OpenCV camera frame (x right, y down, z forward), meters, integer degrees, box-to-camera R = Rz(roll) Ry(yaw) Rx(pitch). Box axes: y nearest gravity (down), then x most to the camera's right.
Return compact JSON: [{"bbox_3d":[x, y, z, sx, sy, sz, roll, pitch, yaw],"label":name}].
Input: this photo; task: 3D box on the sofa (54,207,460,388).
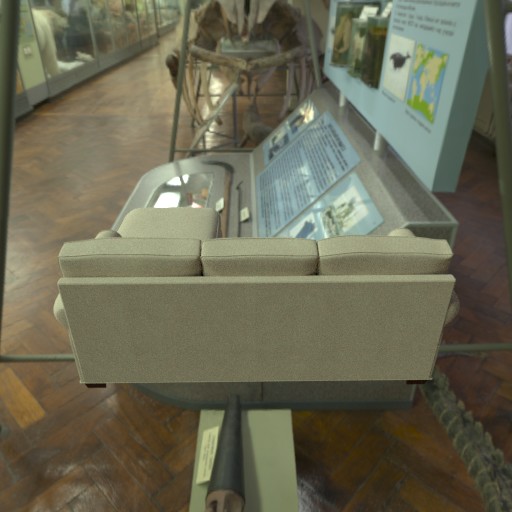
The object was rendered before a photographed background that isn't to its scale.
[{"bbox_3d":[0.000,0.000,2.423,1.770,0.734,1.226,0,30,-1],"label":"sofa"}]
